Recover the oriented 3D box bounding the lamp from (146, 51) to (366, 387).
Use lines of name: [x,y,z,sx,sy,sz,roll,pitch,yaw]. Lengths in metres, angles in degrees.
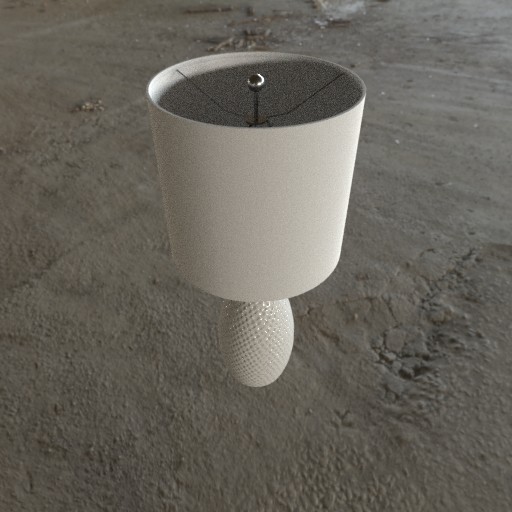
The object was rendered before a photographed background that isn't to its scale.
lamp: [0.000,0.000,0.585,0.214,0.466,0.214,23,45,25]
